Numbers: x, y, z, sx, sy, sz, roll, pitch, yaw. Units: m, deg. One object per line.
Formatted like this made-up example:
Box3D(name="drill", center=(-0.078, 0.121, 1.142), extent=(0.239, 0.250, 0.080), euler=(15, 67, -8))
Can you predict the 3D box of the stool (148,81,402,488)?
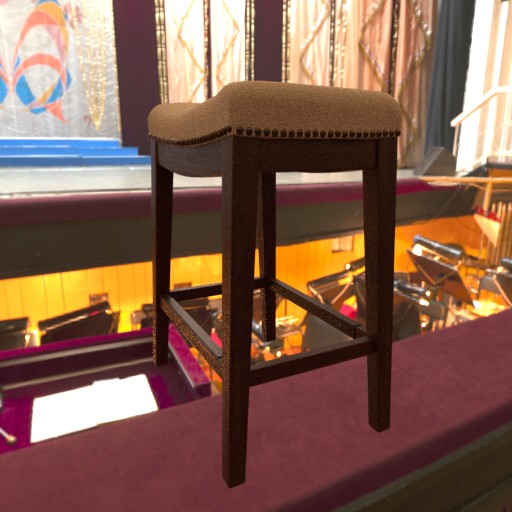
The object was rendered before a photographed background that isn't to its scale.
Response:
Box3D(name="stool", center=(0.000, 0.000, 0.973), extent=(0.363, 0.669, 0.509), euler=(-7, 16, -26))
